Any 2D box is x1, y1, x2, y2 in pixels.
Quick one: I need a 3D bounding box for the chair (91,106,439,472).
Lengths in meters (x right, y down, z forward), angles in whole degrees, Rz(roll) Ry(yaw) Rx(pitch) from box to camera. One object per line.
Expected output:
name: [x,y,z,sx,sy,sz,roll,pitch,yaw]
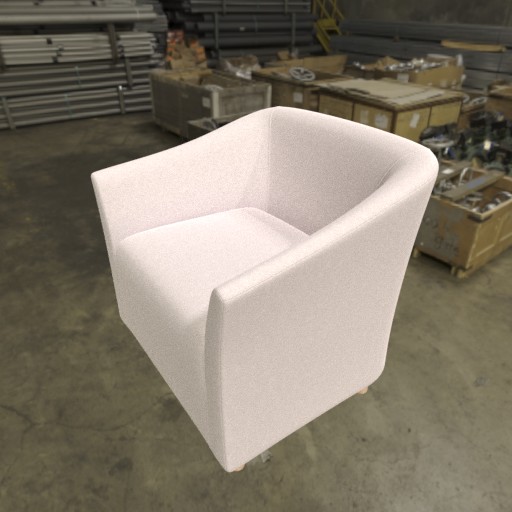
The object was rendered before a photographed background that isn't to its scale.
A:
chair: [0.000,0.000,1.334,0.700,0.720,0.790,-19,35,-29]
